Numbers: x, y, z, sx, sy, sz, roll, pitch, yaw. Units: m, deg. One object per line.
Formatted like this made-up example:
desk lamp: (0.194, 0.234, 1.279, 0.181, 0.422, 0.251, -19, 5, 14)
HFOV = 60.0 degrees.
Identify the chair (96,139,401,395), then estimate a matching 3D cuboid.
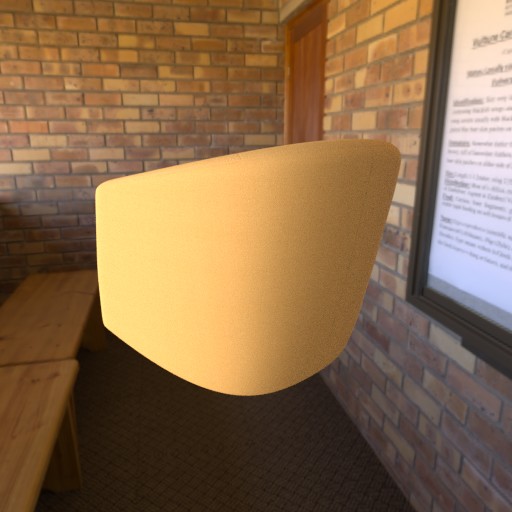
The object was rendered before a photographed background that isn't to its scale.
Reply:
chair: (0.000, 0.000, 1.362, 0.773, 0.698, 0.767, -14, 21, -43)
